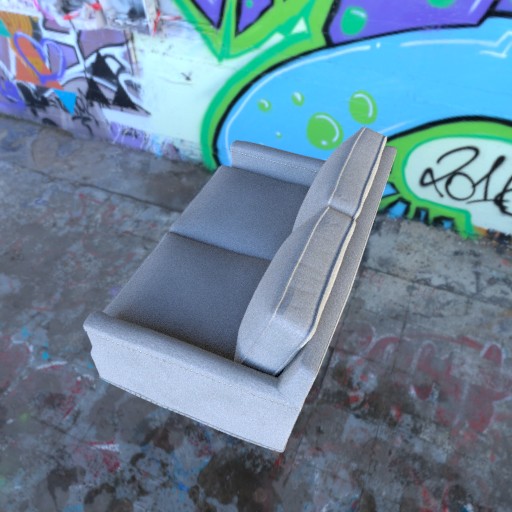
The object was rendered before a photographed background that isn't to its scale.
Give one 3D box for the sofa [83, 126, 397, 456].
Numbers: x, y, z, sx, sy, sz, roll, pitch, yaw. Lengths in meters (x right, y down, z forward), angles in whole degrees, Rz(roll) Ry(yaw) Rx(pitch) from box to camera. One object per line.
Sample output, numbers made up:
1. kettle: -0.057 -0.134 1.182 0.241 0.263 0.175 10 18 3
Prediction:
1. sofa: 0.000 0.000 2.351 1.084 1.003 1.597 17 49 15
